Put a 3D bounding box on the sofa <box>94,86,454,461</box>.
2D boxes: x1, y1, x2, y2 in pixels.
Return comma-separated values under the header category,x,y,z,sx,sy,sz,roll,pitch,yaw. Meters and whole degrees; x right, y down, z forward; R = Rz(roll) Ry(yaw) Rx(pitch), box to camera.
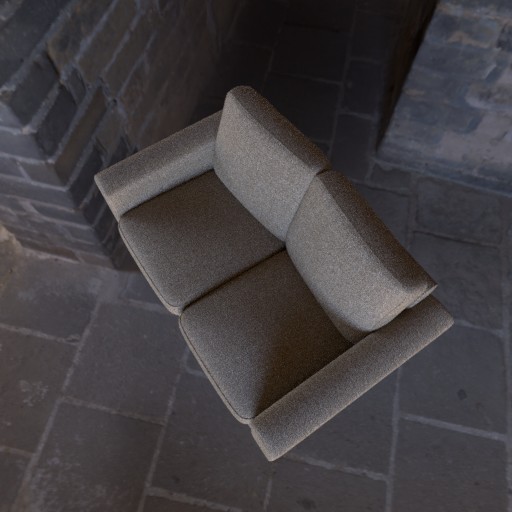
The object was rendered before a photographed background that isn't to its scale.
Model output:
category,x,y,z,sx,sy,sz,roll,pitch,yaw
sofa,0.000,0.000,2.206,1.016,0.873,1.616,-32,68,-14
